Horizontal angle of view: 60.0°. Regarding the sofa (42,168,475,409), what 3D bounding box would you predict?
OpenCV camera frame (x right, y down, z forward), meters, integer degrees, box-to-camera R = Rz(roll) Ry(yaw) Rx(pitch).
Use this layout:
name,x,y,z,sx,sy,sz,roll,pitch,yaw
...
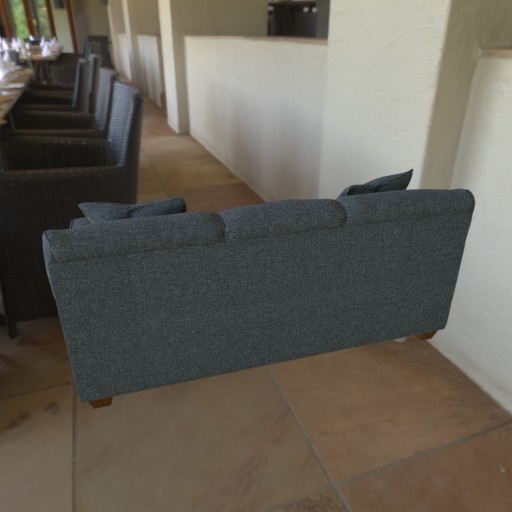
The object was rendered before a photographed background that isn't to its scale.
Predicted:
name,x,y,z,sx,sy,sz,roll,pitch,yaw
sofa,0.000,0.000,2.543,2.024,0.958,0.997,-8,28,-15
